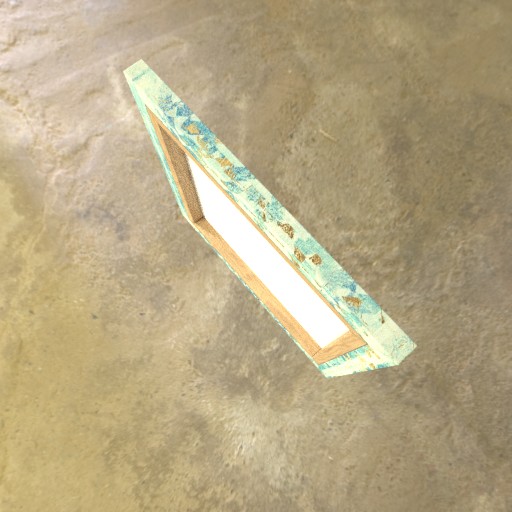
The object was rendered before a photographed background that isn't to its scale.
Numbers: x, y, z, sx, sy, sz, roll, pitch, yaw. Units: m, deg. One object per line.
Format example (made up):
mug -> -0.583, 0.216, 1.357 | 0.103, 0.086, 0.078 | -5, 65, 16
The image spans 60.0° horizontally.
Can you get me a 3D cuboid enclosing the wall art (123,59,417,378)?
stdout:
wall art -> 0.000, 0.000, 0.940 | 0.040, 0.609, 0.609 | -40, 77, -11
